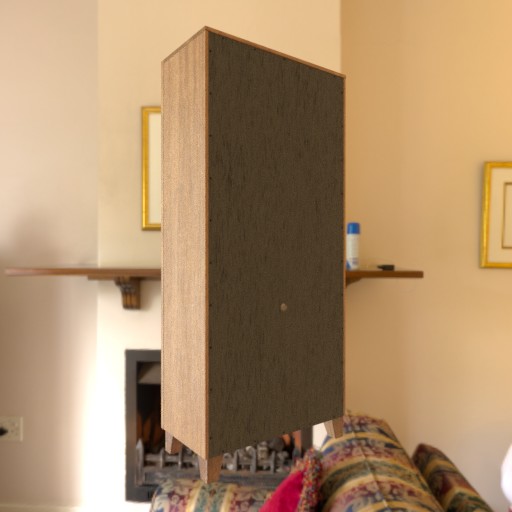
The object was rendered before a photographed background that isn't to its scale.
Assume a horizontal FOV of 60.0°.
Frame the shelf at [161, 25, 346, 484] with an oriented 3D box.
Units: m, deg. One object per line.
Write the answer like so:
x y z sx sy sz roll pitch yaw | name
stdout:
0.000 0.000 2.295 0.864 1.930 0.453 0 0 -37 | shelf
